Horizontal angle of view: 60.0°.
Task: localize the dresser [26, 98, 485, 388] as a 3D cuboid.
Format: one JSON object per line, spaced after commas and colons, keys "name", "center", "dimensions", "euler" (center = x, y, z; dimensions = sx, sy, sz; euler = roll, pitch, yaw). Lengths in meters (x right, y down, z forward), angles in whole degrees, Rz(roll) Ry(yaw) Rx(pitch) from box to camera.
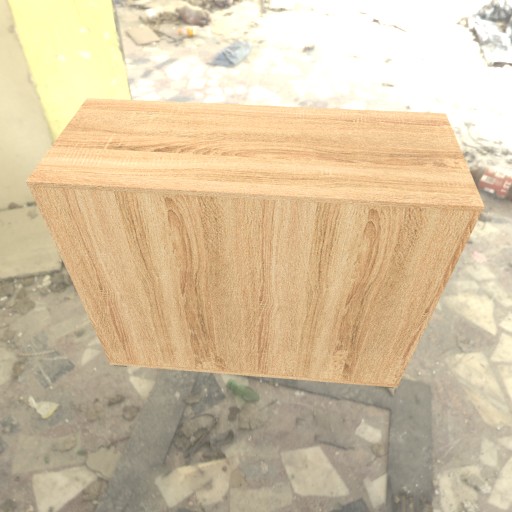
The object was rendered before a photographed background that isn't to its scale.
{"name": "dresser", "center": [0.000, 0.000, 1.537], "dimensions": [1.100, 0.900, 0.450], "euler": [4, 46, 3]}
